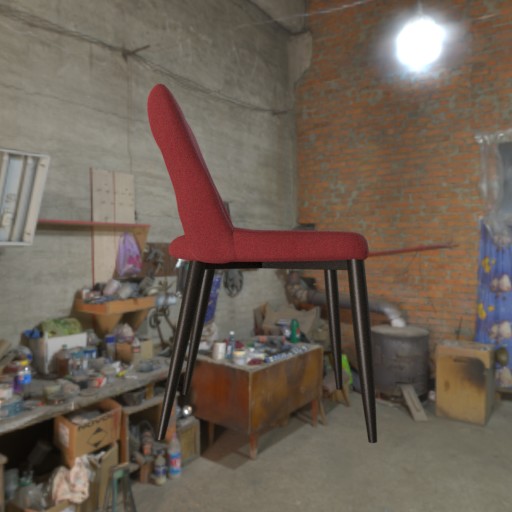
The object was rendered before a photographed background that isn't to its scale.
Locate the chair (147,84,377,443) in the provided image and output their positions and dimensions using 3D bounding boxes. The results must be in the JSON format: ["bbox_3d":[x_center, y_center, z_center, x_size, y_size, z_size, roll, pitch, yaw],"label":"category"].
[{"bbox_3d":[0.000,0.000,1.249,0.569,0.892,0.483,0,0,0],"label":"chair"}]
